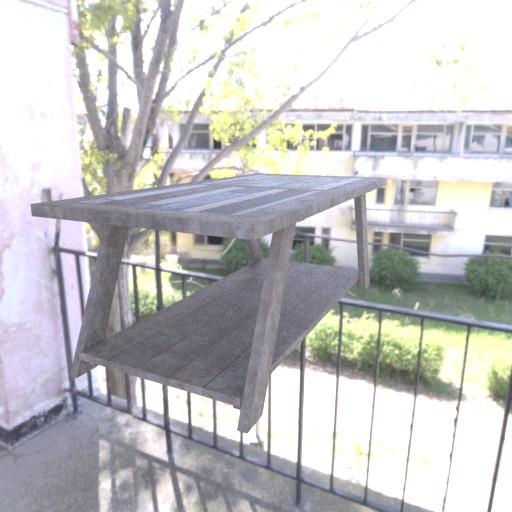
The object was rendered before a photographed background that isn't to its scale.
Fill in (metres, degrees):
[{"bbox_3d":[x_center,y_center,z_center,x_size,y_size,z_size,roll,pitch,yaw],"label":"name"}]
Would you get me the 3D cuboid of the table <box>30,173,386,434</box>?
[{"bbox_3d":[0.000,0.000,1.526,0.610,0.470,1.219,7,16,26],"label":"table"}]
